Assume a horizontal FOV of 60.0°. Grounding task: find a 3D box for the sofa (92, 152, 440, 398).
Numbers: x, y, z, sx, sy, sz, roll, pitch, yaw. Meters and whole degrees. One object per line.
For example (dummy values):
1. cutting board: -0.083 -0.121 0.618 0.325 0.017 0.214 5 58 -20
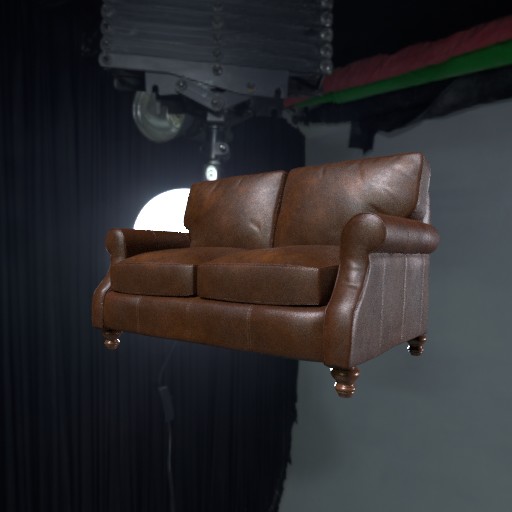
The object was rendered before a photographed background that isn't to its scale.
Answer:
1. sofa: 0.000 0.000 2.249 1.616 0.976 0.990 0 0 37
